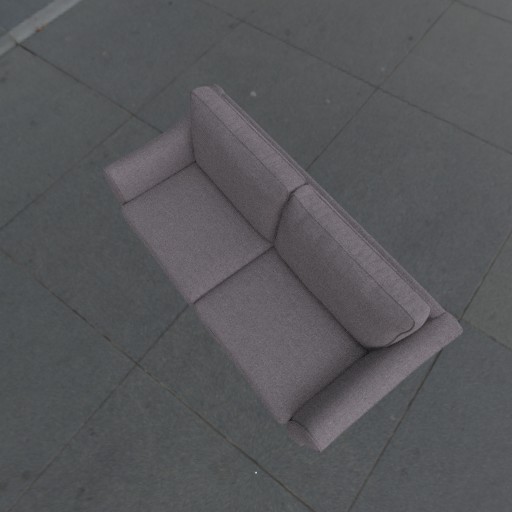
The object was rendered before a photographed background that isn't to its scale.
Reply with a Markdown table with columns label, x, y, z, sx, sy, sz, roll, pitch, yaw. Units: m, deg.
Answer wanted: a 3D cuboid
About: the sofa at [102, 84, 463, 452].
| label | x | y | z | sx | sy | sz | roll | pitch | yaw |
| --- | --- | --- | --- | --- | --- | --- | --- | --- | --- |
| sofa | 0.000 | 0.000 | 2.771 | 1.013 | 0.976 | 2.203 | -35 | 69 | -16 |
